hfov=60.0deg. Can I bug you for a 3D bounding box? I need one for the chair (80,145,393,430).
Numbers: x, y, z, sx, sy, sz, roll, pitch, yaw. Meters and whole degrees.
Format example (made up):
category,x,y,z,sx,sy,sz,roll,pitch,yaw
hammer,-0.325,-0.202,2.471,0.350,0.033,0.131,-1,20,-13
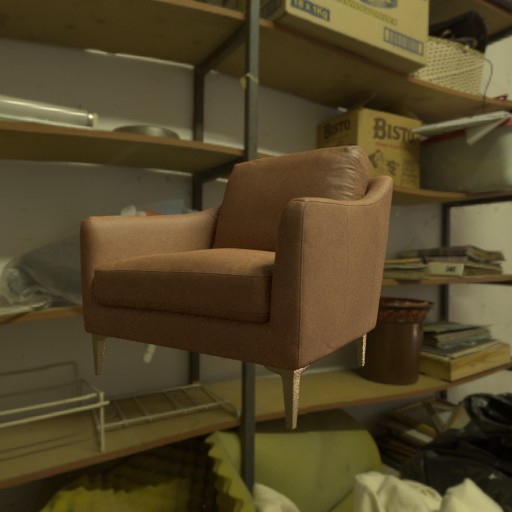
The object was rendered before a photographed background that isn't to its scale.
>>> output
category,x,y,z,sx,sy,sz,roll,pitch,yaw
chair,0.000,0.000,1.749,0.988,0.895,0.963,0,0,37
